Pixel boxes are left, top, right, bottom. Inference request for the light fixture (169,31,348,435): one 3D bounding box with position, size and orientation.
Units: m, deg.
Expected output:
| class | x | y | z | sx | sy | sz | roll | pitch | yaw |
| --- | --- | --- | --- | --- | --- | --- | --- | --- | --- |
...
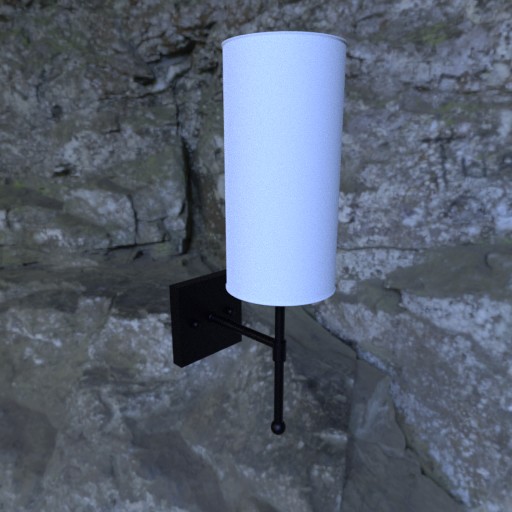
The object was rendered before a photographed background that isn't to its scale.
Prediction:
| class | x | y | z | sx | sy | sz | roll | pitch | yaw |
| --- | --- | --- | --- | --- | --- | --- | --- | --- | --- |
| light fixture | 0.000 | 0.000 | 0.541 | 0.208 | 0.462 | 0.128 | 14 | 21 | 42 |
